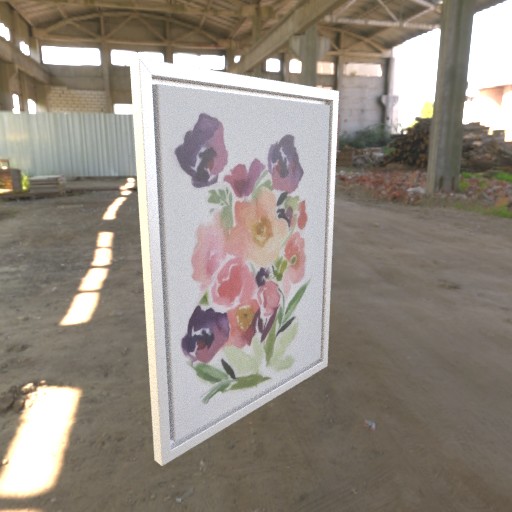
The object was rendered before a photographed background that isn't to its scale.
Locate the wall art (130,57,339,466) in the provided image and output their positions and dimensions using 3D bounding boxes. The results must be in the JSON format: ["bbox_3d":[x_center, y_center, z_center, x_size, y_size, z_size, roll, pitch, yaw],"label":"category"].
[{"bbox_3d":[0.000,0.000,1.407,0.042,1.056,0.805,12,18,42],"label":"wall art"}]
